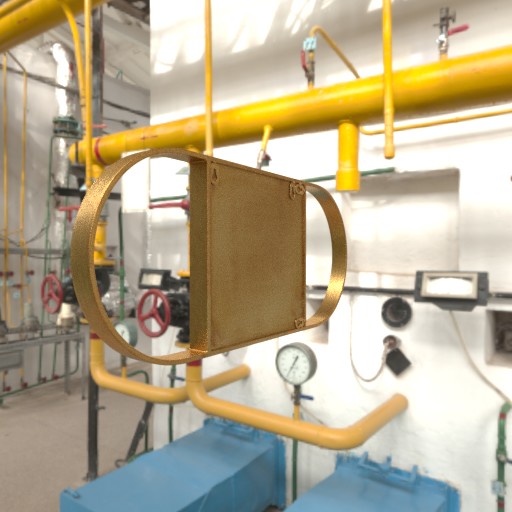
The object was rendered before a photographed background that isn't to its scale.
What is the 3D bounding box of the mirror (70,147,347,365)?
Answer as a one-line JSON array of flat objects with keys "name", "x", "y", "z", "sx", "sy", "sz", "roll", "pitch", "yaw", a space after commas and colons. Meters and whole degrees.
[{"name": "mirror", "x": 0.000, "y": 0.000, "z": 0.666, "sx": 0.032, "sy": 0.254, "sz": 0.584, "roll": 0, "pitch": 0, "yaw": 36}]
